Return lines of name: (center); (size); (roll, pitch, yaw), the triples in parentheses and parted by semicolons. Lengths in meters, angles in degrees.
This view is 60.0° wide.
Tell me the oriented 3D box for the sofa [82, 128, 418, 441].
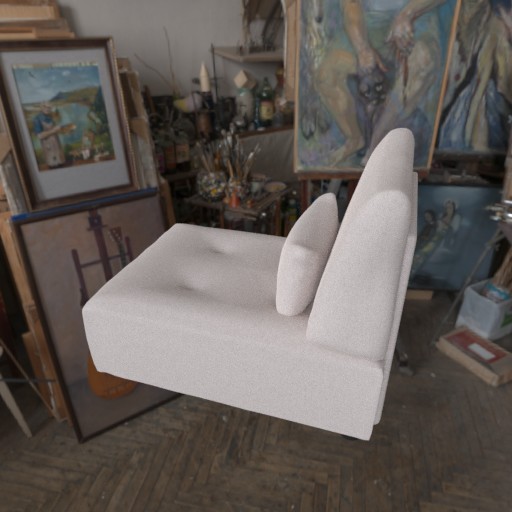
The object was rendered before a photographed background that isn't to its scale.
sofa: (0.000, 0.000, 1.571); (1.000, 0.820, 0.700); (9, 30, 16)
